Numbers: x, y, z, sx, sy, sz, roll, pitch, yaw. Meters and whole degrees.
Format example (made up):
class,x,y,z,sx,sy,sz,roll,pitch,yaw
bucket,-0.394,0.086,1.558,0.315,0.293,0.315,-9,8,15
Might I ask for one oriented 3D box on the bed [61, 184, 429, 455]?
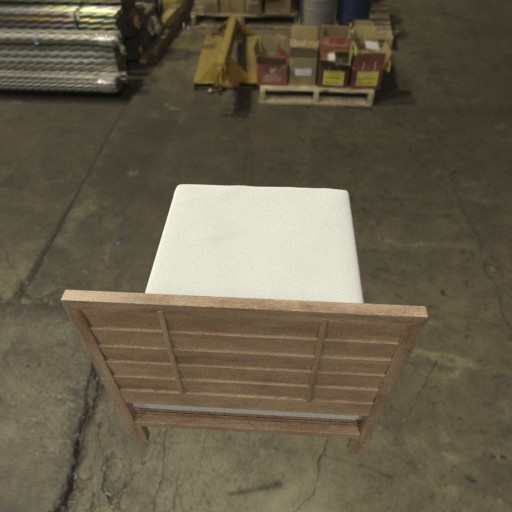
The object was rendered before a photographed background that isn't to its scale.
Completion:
class,x,y,z,sx,sy,sz,roll,pitch,yaw
bed,0.000,0.000,3.289,1.626,1.626,2.197,2,46,2
